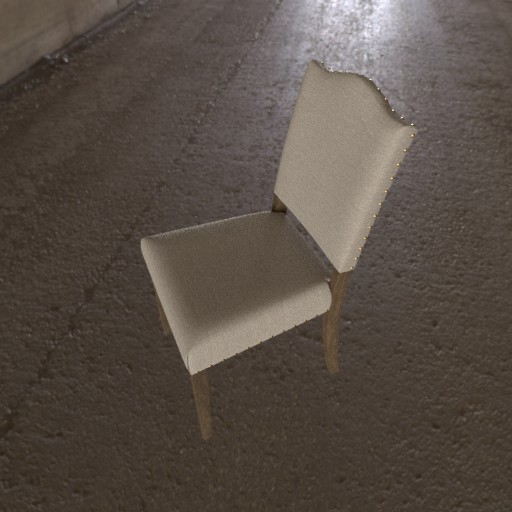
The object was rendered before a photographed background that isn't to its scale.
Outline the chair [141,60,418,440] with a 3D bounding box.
[{"bbox_3d":[0.000,0.000,1.363,0.620,1.020,0.508,-17,47,-17],"label":"chair"}]
